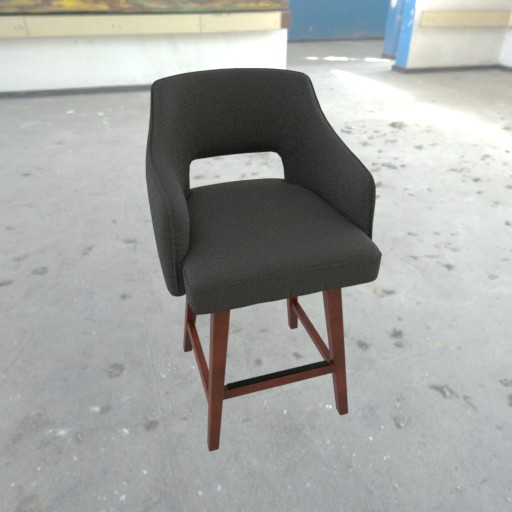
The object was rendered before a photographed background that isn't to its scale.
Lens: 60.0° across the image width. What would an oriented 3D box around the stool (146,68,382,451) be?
[{"bbox_3d":[0.000,0.000,1.255,0.548,0.912,0.558,-9,33,-15],"label":"stool"}]
